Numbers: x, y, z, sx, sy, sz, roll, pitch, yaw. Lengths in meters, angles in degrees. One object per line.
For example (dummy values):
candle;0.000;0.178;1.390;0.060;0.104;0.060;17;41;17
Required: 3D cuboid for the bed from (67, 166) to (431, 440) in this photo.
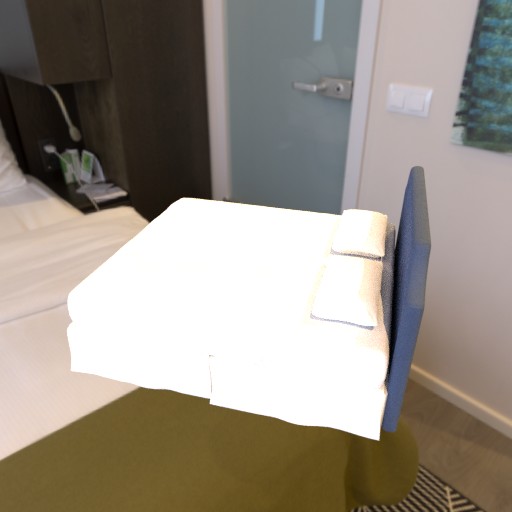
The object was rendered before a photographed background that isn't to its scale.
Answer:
bed;0.000;0.000;4.148;2.773;1.488;2.350;8;30;14
